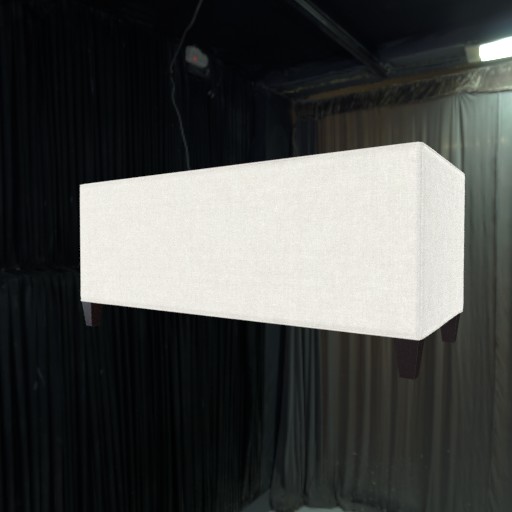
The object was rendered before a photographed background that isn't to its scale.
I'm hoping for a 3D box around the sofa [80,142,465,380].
[{"bbox_3d":[0.000,0.000,2.200,1.778,0.762,0.775,1,2,34],"label":"sofa"}]
